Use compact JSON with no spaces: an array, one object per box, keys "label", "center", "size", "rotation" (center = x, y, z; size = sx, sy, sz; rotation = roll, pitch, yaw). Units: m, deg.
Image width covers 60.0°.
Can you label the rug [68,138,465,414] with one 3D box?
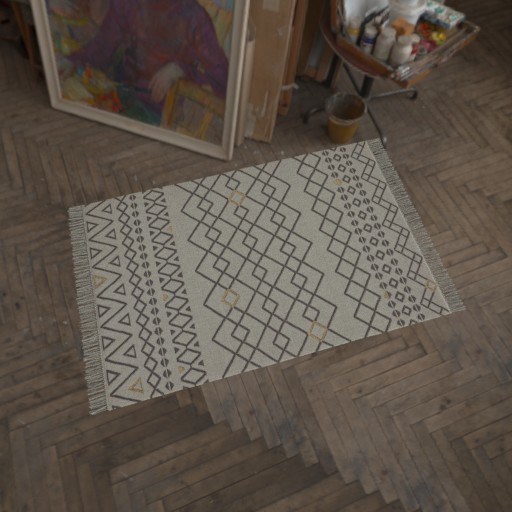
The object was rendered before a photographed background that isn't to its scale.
[{"label":"rug","center":[0.000,0.000,3.076],"size":[2.472,0.035,1.495],"rotation":[-14,65,-7]}]
